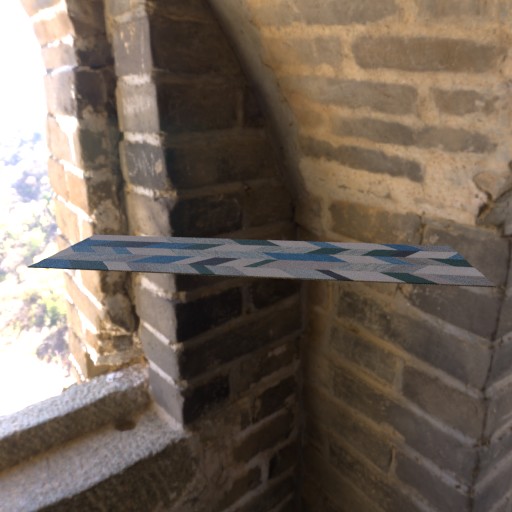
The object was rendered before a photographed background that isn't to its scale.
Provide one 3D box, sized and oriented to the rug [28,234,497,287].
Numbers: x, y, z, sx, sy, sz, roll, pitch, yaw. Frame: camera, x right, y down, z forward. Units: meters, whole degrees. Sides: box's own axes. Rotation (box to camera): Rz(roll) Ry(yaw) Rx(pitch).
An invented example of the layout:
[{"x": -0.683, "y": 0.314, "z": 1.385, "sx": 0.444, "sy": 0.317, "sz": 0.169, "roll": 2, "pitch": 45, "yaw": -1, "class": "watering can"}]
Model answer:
[{"x": 0.000, "y": 0.000, "z": 2.645, "sx": 2.437, "sy": 0.008, "sz": 0.774, "roll": 2, "pitch": 16, "yaw": 7, "class": "rug"}]
